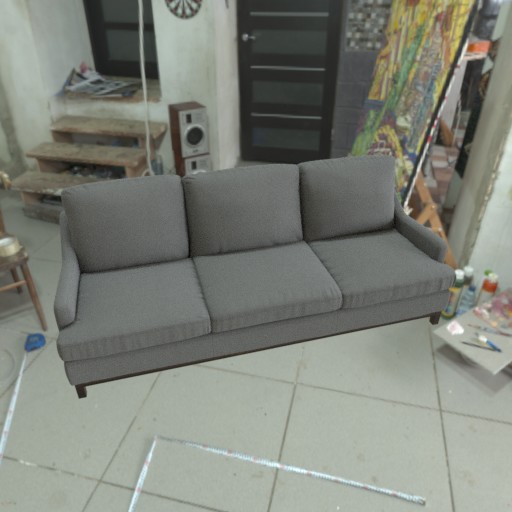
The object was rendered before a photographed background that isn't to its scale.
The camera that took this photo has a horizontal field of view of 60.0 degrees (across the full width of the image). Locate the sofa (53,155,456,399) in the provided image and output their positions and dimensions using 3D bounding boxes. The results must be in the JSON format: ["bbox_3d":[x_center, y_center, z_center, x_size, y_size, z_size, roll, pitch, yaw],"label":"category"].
[{"bbox_3d":[0.000,0.000,2.819,2.344,0.926,0.987,-9,33,-13],"label":"sofa"}]
